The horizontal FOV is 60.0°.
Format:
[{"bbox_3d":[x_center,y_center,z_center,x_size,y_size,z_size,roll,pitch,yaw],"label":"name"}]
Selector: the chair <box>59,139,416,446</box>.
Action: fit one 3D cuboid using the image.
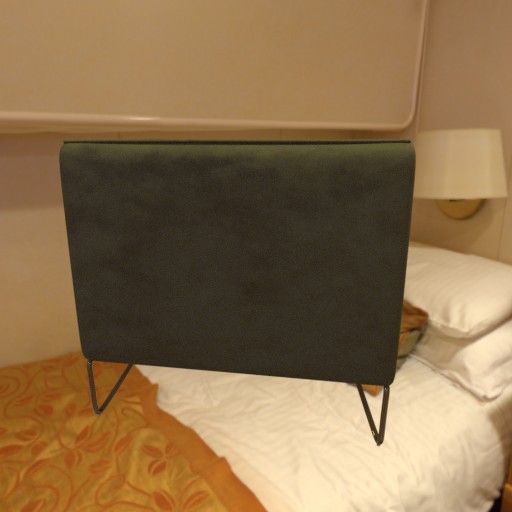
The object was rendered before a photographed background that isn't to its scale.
[{"bbox_3d":[0.000,0.000,1.538,0.880,0.790,0.894,2,15,9],"label":"chair"}]
